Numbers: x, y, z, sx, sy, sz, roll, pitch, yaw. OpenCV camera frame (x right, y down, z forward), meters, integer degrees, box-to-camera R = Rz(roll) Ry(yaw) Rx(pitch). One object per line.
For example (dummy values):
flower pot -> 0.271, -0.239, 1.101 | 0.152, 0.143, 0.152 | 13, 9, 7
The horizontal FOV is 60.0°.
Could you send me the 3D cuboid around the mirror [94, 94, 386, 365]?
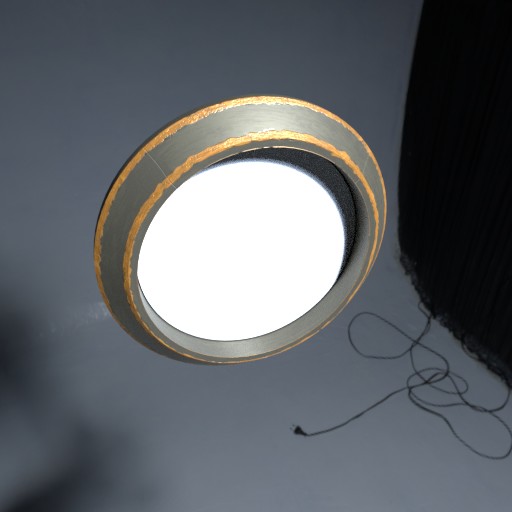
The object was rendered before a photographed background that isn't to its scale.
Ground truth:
mirror -> 0.000, 0.000, 1.323 | 0.907, 0.907, 0.111 | -10, 34, -16
